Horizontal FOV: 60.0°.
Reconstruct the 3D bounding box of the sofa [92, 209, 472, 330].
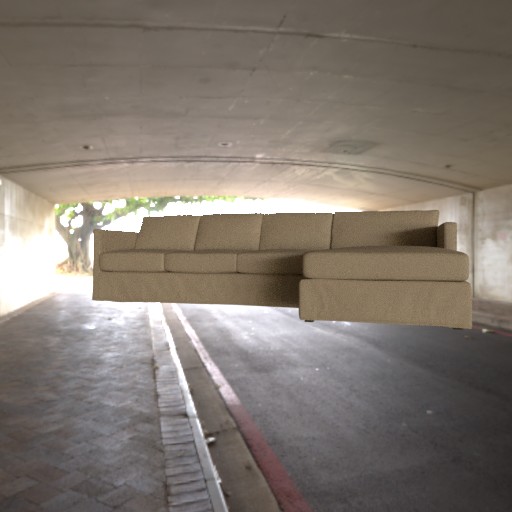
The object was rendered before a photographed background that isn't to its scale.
[{"bbox_3d":[0.000,0.000,3.808,3.206,0.871,1.622,0,0,18],"label":"sofa"}]
